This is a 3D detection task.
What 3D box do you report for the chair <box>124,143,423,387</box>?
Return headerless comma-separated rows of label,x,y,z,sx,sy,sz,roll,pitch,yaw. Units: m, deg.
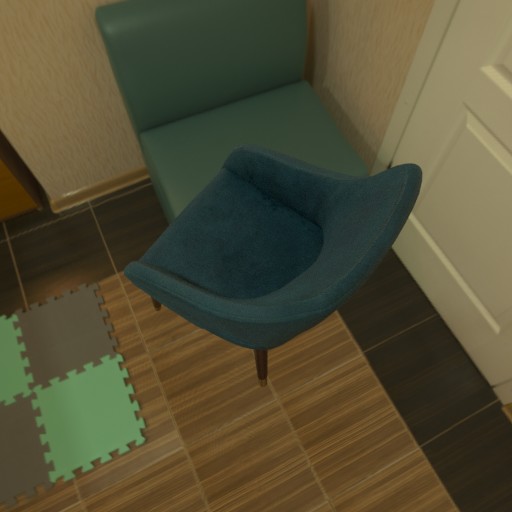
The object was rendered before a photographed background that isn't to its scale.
chair,0.000,0.000,1.607,0.794,1.081,0.683,32,67,15
